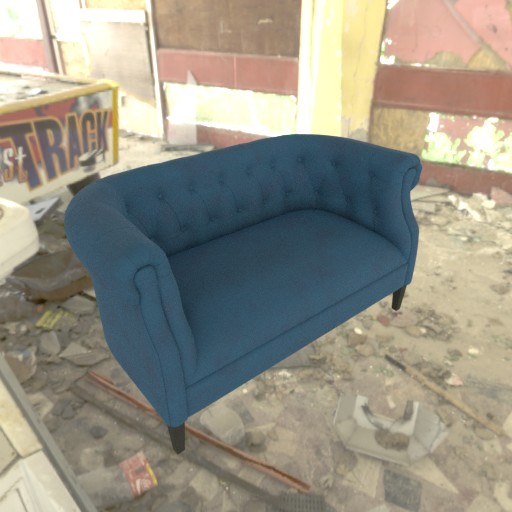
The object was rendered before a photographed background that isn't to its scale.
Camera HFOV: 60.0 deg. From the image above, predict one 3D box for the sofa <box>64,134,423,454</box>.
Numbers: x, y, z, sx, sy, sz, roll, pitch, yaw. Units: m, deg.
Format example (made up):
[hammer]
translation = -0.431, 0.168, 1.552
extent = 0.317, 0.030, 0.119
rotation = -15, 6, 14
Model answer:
[sofa]
translation = 0.000, 0.000, 2.039
extent = 1.558, 0.827, 0.835
rotation = -23, 37, -33
